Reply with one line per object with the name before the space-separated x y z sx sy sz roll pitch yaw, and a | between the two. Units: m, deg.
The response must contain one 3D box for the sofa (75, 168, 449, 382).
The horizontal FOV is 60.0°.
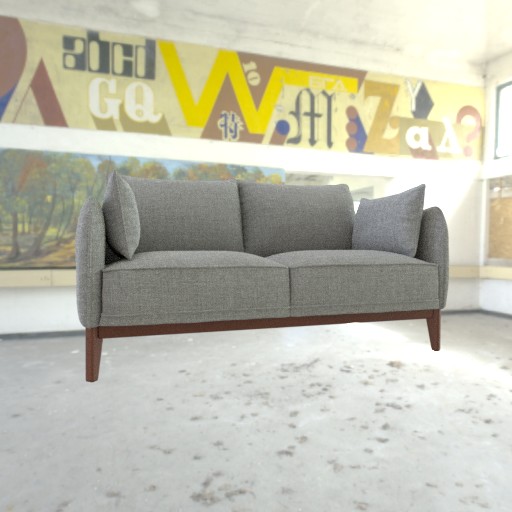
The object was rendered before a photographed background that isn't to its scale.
sofa | 0.000 0.000 2.138 1.580 0.851 0.972 -1 2 -17
